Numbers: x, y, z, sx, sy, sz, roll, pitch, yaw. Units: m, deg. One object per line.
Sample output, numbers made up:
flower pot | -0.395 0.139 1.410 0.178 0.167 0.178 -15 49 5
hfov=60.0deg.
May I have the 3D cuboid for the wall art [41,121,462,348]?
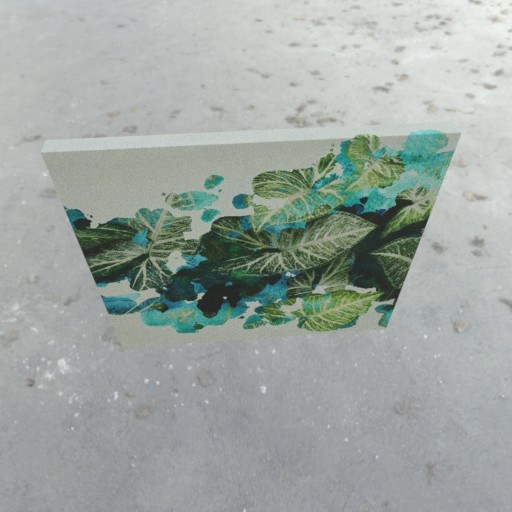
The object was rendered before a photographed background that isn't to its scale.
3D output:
wall art | 0.000 0.000 0.983 0.711 0.610 0.043 -4 47 -3
